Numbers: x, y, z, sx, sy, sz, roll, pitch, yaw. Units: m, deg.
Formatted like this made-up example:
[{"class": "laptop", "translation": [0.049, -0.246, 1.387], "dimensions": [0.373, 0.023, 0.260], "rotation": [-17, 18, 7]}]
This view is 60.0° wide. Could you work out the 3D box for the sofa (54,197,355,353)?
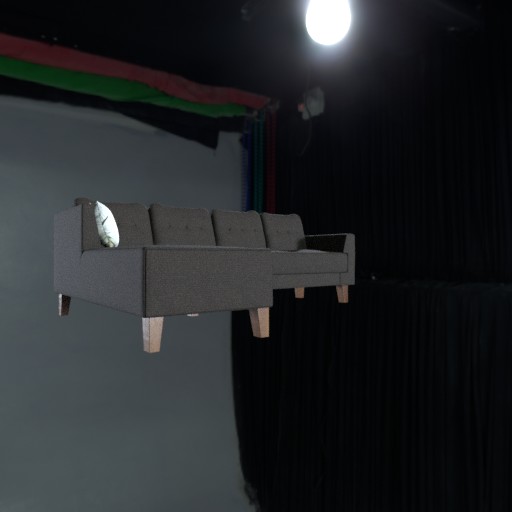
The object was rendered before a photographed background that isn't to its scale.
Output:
[{"class": "sofa", "translation": [0.000, 0.000, 3.583], "dimensions": [2.679, 0.932, 1.829], "rotation": [0, 0, -37]}]
